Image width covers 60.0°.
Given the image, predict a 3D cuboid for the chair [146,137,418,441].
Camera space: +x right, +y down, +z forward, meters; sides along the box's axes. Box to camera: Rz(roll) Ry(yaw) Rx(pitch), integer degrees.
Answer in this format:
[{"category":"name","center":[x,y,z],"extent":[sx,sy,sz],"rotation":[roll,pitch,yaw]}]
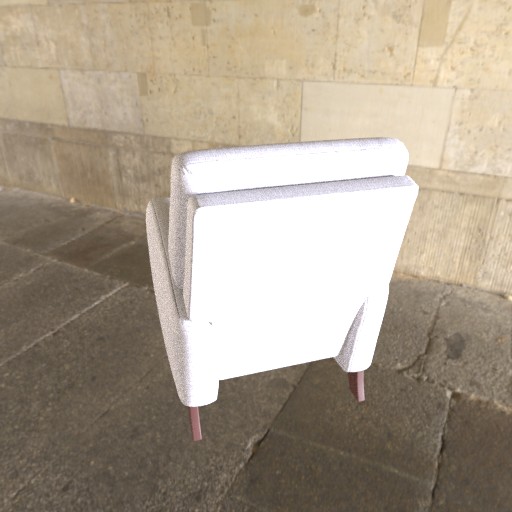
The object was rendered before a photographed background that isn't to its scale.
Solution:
[{"category":"chair","center":[0.000,0.000,1.673],"extent":[0.762,0.990,0.990],"rotation":[-8,28,-15]}]
